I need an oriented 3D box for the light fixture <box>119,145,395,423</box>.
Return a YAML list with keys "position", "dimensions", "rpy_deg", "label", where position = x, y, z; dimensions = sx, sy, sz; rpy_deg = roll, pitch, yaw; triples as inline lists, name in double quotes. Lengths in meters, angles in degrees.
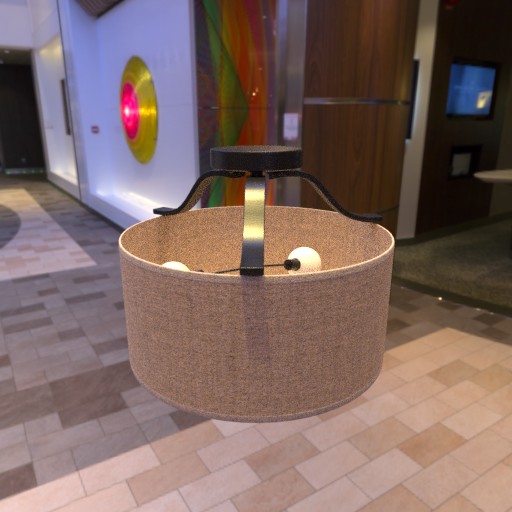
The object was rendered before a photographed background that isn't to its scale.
- position: [0.000, 0.000, 0.647]
  dimensions: [0.390, 0.306, 0.390]
  rpy_deg: [0, 17, 0]
  label: "light fixture"
